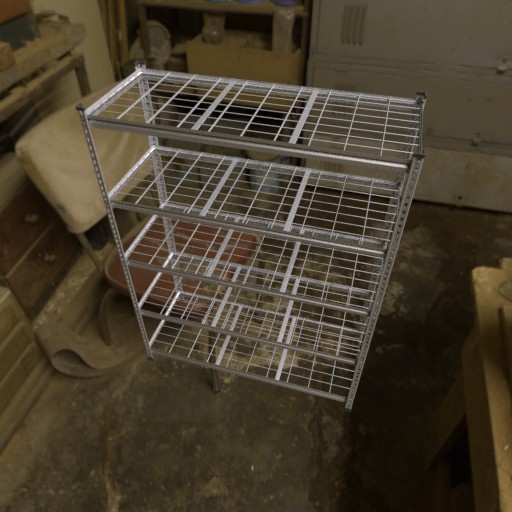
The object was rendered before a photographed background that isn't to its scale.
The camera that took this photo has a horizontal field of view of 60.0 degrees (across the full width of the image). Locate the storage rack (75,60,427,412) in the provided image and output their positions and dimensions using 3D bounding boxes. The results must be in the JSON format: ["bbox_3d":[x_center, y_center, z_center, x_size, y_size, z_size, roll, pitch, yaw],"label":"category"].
[{"bbox_3d":[0.000,0.000,2.726,1.524,1.981,0.610,11,44,12],"label":"storage rack"}]
